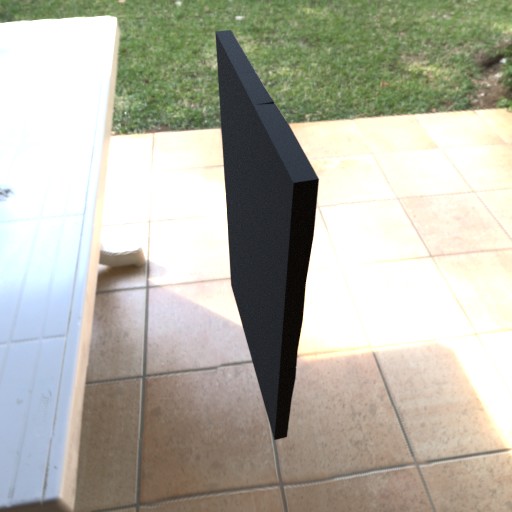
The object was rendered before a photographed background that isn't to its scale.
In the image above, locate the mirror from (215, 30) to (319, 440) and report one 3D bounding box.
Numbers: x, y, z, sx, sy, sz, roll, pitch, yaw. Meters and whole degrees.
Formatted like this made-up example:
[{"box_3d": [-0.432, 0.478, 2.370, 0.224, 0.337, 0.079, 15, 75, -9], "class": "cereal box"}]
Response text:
[{"box_3d": [0.000, 0.000, 1.162, 0.044, 0.912, 0.606, -10, 47, -10], "class": "mirror"}]
